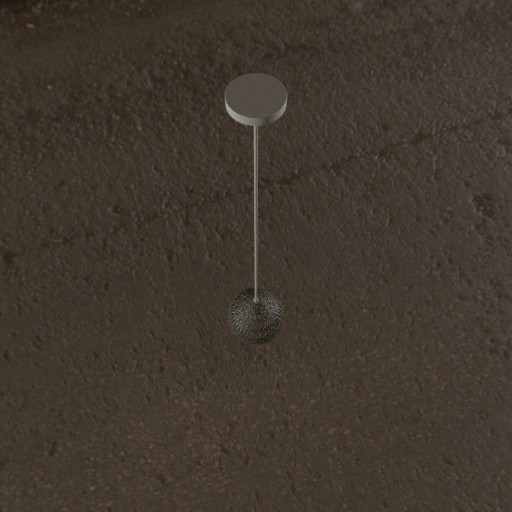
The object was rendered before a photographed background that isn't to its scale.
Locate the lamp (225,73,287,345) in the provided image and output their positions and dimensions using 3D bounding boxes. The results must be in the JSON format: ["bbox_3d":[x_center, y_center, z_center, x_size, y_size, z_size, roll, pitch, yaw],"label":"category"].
[{"bbox_3d":[0.000,0.000,2.045,0.355,1.919,0.355,31,67,14],"label":"lamp"}]
